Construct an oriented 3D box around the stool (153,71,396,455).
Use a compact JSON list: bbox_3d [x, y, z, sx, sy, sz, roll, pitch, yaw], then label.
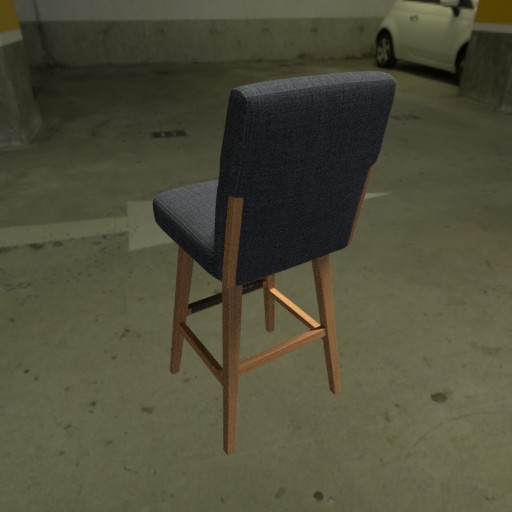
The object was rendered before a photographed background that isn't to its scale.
[{"bbox_3d":[0.000,0.000,1.385,0.483,1.112,0.570,-18,35,-29],"label":"stool"}]
